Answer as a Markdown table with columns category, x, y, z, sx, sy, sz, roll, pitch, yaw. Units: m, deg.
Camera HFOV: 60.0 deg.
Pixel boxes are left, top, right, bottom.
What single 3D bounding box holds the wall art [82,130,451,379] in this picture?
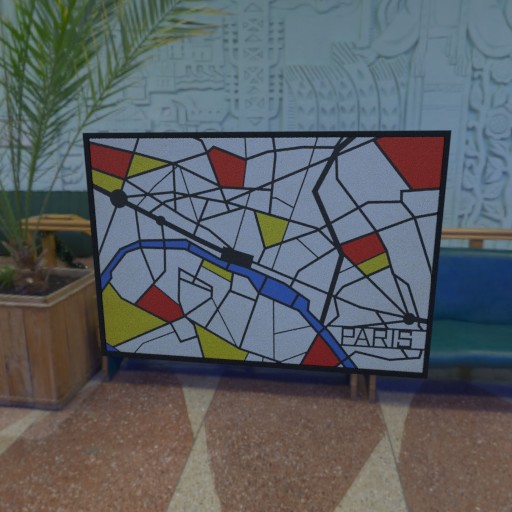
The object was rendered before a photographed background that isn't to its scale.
| category | x | y | z | sx | sy | sz | roll | pitch | yaw |
| --- | --- | --- | --- | --- | --- | --- | --- | --- | --- |
| wall art | 0.000 | 0.000 | 1.230 | 0.963 | 0.665 | 0.013 | 2 | 13 | 8 |
